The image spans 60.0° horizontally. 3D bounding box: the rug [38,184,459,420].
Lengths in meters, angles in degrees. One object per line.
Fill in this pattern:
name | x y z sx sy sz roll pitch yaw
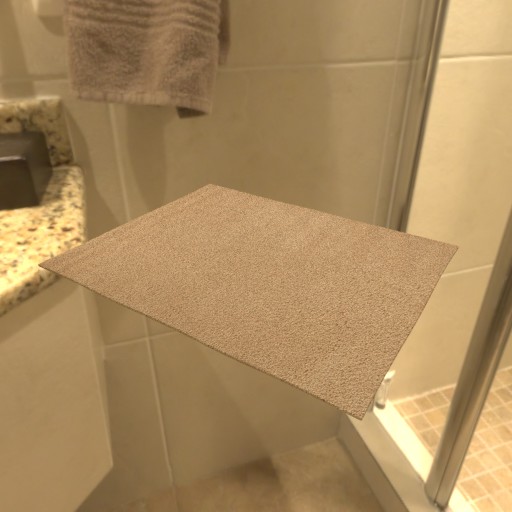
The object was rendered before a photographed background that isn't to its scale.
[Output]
rug | 0.000 0.000 4.036 3.000 0.026 2.400 18 34 29
